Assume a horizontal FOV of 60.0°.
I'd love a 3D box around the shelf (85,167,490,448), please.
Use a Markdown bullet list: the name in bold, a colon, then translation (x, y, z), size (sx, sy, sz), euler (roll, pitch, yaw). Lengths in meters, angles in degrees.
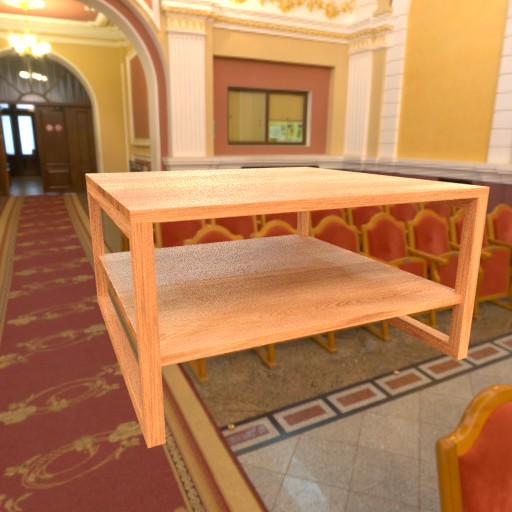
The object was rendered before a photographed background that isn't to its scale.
- **shelf**: translation (0.000, 0.000, 1.403), size (0.899, 0.480, 0.899), euler (-7, 16, -24)
